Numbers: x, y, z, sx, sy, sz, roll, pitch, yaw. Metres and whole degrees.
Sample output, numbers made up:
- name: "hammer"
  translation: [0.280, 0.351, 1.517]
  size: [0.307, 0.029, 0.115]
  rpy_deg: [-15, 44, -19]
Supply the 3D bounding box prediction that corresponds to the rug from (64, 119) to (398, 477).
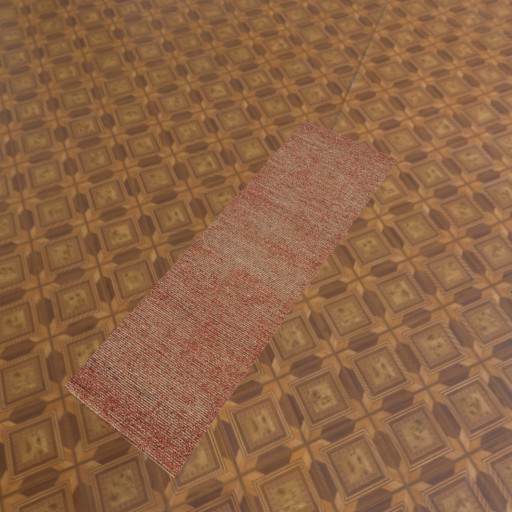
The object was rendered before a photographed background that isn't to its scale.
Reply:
- name: "rug"
  translation: [0.000, 0.000, 2.598]
  size: [0.718, 0.013, 2.353]
  rpy_deg: [31, 63, 17]
